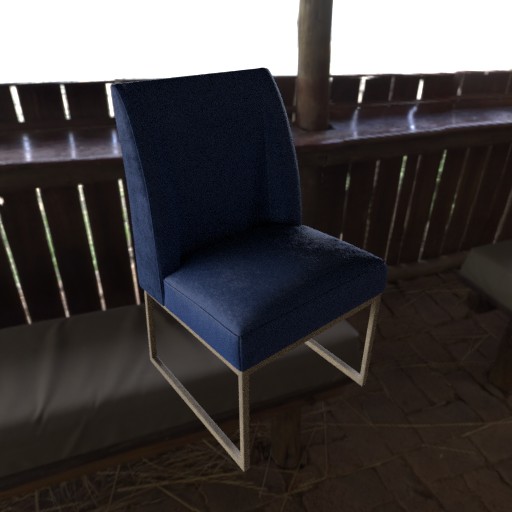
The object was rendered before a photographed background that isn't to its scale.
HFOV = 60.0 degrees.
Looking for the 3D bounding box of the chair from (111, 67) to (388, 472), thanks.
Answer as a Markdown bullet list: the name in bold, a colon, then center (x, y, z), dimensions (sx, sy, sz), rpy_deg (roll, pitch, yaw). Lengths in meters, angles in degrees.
- **chair**: center (0.000, 0.000, 1.194), dimensions (0.508, 0.863, 0.522), rpy_deg (-22, 37, -33)
